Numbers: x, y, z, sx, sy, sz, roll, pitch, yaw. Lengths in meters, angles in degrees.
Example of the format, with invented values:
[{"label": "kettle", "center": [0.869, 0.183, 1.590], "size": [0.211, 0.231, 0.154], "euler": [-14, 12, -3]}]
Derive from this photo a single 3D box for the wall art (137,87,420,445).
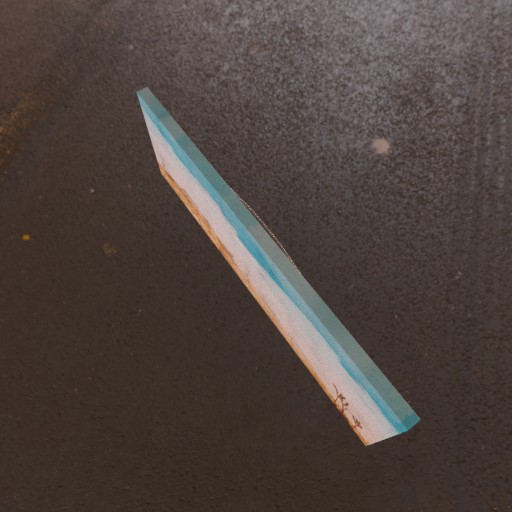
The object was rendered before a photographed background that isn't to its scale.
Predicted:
[{"label": "wall art", "center": [0.000, 0.000, 0.842], "size": [0.044, 0.254, 0.759], "euler": [-32, 67, -15]}]
